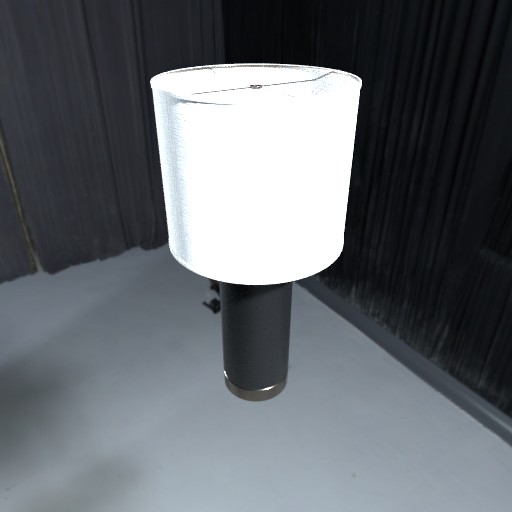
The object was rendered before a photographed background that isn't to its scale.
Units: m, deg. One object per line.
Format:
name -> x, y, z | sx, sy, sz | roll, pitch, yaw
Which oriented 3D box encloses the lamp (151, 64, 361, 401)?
lamp -> 0.000, 0.000, 0.639 | 0.241, 0.482, 0.240 | -18, 35, -28
